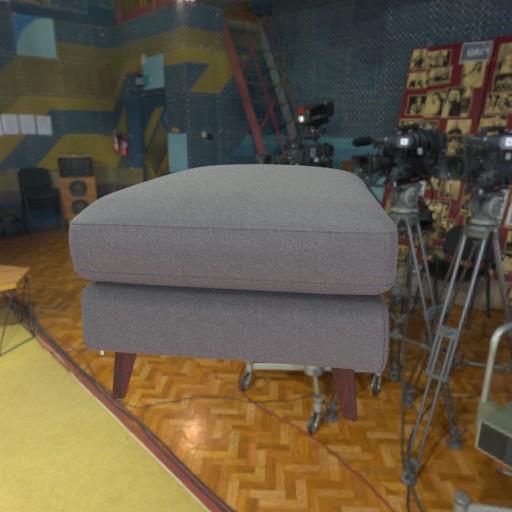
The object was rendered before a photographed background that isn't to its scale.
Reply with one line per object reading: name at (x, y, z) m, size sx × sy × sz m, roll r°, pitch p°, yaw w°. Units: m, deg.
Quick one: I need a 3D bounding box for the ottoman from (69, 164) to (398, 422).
ottoman at (0.000, 0.000, 1.165) m, size 0.608 × 0.449 × 0.811 m, roll 2°, pitch 16°, yaw 8°
